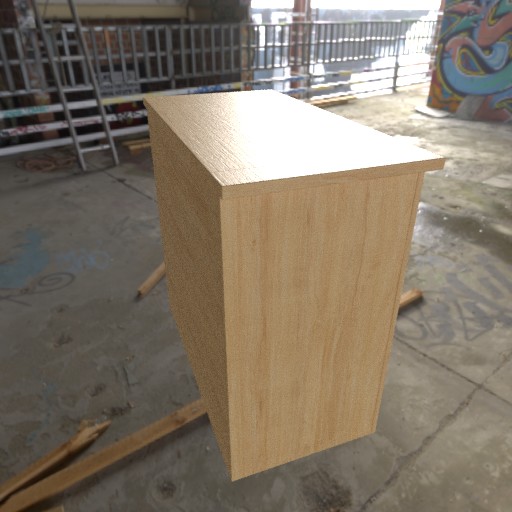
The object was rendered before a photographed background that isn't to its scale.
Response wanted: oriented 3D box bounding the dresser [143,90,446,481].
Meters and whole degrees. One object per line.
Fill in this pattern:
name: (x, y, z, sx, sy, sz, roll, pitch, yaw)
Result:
dresser: (0.000, 0.000, 1.216, 0.410, 0.730, 0.800, -10, 31, -18)
